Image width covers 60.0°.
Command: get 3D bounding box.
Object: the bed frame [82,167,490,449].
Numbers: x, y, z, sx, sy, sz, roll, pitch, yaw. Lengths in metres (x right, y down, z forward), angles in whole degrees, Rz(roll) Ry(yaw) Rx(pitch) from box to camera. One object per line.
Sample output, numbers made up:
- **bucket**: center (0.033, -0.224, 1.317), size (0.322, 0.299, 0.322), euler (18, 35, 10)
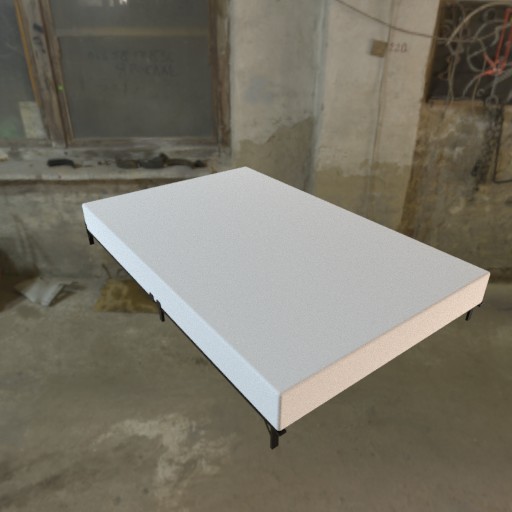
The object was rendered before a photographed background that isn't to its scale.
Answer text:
- **bed frame**: center (0.000, 0.000, 3.759), size (1.930, 0.440, 2.987), euler (-20, 35, -31)
